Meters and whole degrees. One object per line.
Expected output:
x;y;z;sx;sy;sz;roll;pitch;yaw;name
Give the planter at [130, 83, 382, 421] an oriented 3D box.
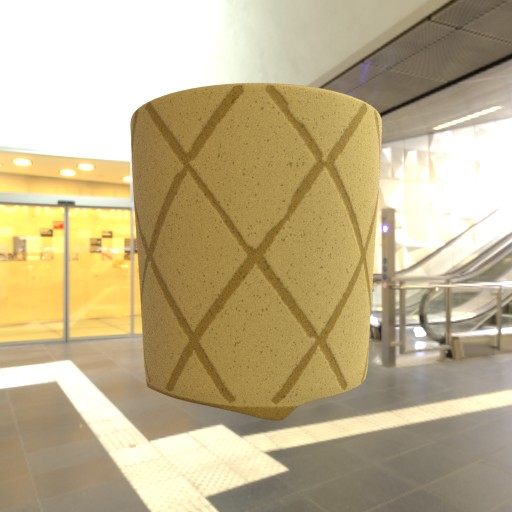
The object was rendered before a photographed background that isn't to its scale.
0.000;0.000;0.349;0.191;0.199;0.191;0;0;0;planter
